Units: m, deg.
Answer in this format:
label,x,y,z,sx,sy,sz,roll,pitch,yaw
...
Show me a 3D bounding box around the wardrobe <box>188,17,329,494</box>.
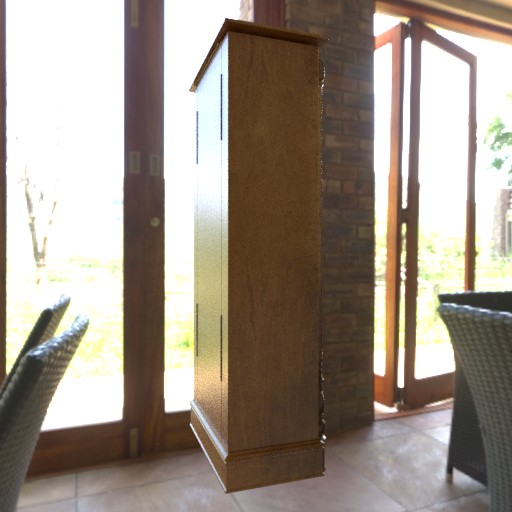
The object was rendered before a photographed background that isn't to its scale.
label,x,y,z,sx,sy,sz,roll,pitch,yaw
wardrobe,0.000,0.000,1.118,0.273,0.959,0.406,0,0,-19
